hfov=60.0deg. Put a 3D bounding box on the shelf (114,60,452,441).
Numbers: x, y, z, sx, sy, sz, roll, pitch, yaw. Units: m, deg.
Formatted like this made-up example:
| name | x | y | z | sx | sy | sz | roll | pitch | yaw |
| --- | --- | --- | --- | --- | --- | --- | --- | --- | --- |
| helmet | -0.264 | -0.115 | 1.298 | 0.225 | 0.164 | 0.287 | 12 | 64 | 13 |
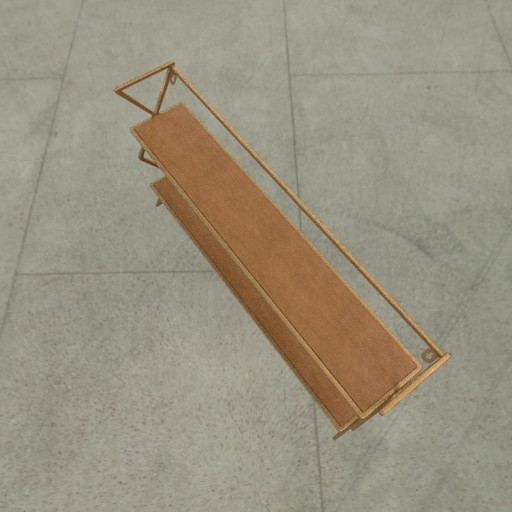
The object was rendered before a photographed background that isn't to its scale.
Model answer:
| name | x | y | z | sx | sy | sz | roll | pitch | yaw |
| --- | --- | --- | --- | --- | --- | --- | --- | --- | --- |
| shelf | 0.000 | 0.000 | 1.014 | 0.150 | 0.450 | 0.822 | -33 | 68 | -16 |
